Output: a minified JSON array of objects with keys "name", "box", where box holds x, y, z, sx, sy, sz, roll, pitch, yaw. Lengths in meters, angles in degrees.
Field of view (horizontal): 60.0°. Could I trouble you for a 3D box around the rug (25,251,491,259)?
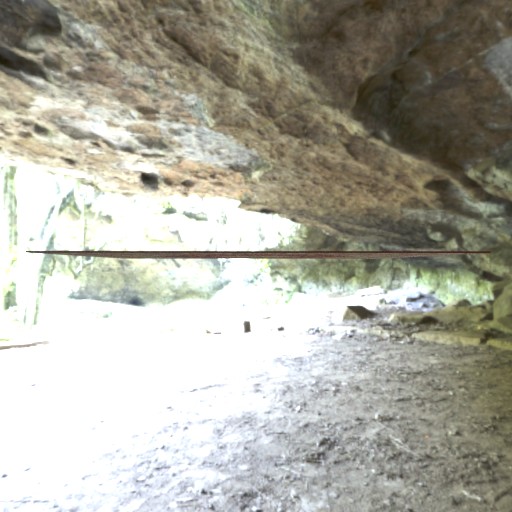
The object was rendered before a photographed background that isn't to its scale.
[{"name":"rug","box":[0.000,0.000,4.088,3.053,0.013,2.387,0,-1,-2]}]
